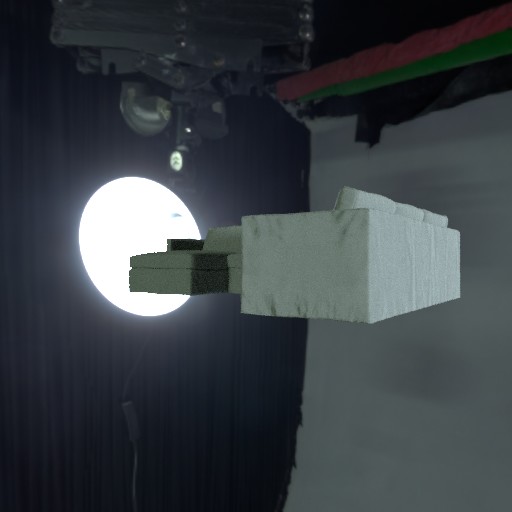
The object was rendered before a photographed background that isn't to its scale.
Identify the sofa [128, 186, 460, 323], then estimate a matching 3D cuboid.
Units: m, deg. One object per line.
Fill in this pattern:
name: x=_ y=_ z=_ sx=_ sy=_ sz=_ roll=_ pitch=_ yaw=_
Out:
sofa: x=0.000 y=0.000 z=4.587 sx=3.434 sy=0.869 sz=2.440 roll=-1 pitch=-1 yaw=36
